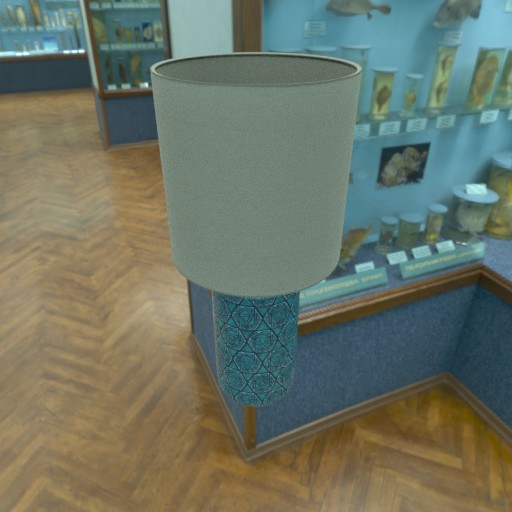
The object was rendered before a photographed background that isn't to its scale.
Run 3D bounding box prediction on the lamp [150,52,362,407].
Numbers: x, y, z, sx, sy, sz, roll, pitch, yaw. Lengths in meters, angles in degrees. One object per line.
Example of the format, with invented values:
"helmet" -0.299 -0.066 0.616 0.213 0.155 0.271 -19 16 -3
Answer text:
"lamp" 0.000 0.000 0.749 0.278 0.597 0.278 -11 33 -18
